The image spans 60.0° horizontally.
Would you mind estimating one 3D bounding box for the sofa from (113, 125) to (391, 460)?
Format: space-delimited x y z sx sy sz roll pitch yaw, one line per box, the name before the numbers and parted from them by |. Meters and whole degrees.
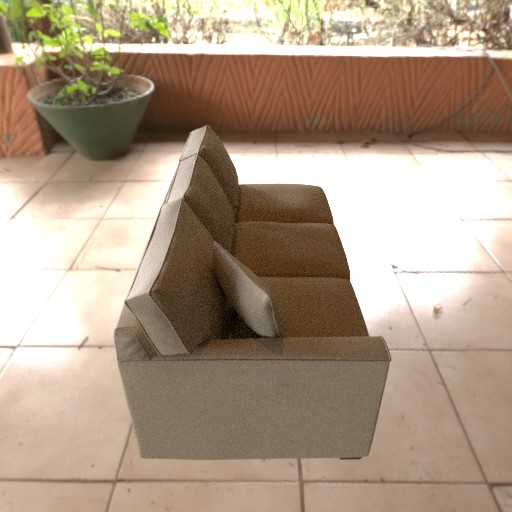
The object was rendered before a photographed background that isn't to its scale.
sofa | 0.000 0.000 2.508 1.034 0.946 1.962 0 32 0
